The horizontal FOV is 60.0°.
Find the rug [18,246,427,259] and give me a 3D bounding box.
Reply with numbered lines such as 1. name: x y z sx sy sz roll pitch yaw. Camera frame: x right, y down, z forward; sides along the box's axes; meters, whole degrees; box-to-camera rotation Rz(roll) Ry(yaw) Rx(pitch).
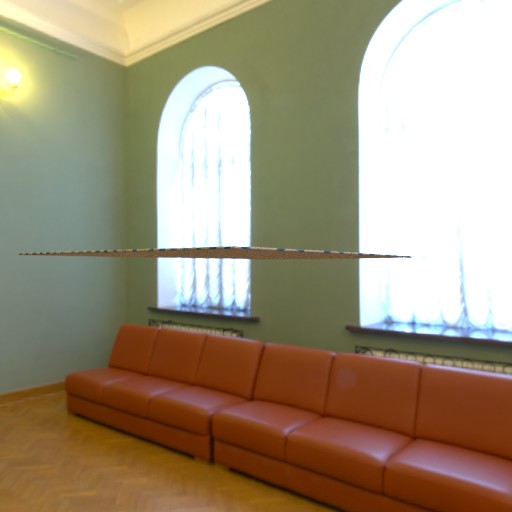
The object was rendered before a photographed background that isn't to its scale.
1. rug: 0.000 0.000 2.299 1.225 0.008 1.830 -1 -2 37
